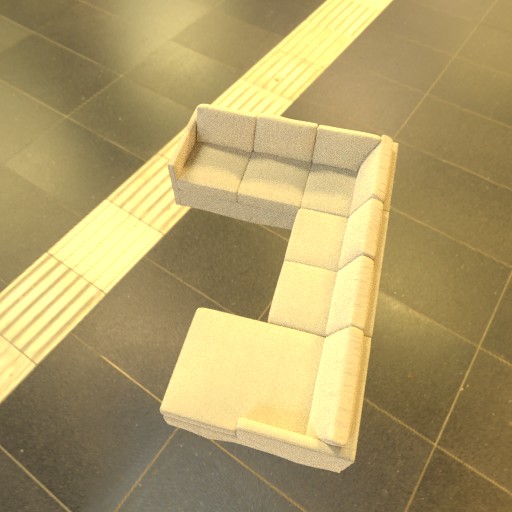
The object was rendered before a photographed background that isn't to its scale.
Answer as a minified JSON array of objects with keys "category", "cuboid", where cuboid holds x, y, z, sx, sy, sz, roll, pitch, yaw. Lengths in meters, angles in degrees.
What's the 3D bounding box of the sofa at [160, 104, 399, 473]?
[{"category":"sofa","cuboid":[0.000,0.000,4.511,2.427,0.882,3.460,13,59,8]}]
